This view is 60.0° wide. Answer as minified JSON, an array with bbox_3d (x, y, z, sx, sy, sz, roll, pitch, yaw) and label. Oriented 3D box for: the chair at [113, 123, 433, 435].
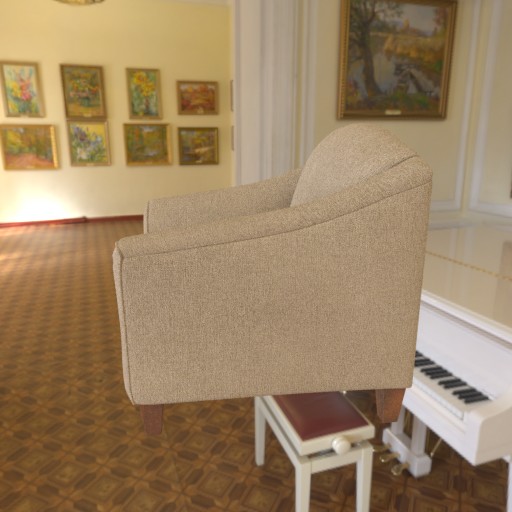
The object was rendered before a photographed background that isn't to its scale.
[{"bbox_3d":[0.000,0.000,1.454,0.787,0.839,0.763,-2,15,-7],"label":"chair"}]
